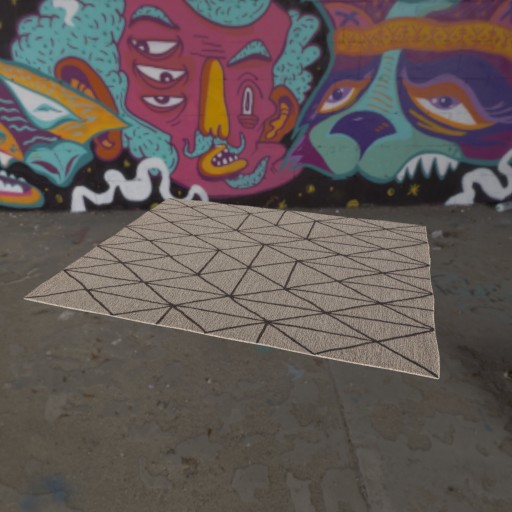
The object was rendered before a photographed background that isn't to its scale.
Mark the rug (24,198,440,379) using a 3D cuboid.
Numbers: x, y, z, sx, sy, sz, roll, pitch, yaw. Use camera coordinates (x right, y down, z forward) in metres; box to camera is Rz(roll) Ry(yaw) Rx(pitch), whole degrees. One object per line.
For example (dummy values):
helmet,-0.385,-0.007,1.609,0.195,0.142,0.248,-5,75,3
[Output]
rug,0.000,0.000,4.080,3.061,0.022,2.468,8,28,15
